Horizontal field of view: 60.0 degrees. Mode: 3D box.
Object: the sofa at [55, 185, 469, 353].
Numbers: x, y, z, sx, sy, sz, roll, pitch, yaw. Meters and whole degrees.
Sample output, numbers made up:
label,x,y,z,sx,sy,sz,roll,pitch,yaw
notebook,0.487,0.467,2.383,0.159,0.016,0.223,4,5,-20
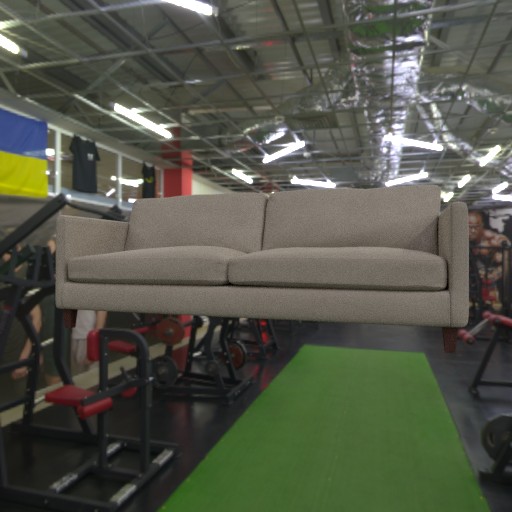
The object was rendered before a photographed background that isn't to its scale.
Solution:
label,x,y,z,sx,sy,sz,roll,pitch,yaw
sofa,0.000,0.000,2.869,2.404,0.912,0.988,0,0,18
